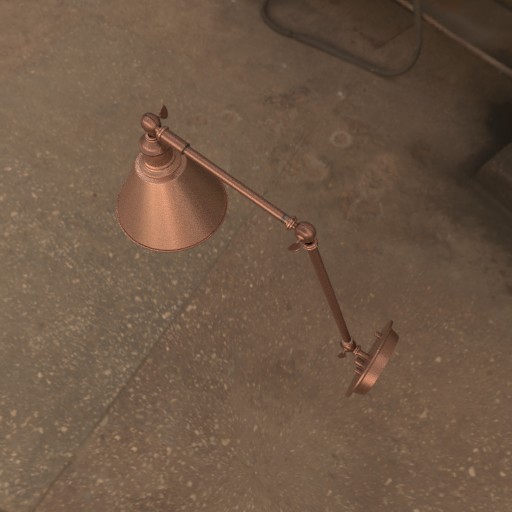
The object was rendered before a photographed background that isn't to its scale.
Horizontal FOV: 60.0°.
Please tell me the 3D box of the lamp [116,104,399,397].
[{"bbox_3d":[0.000,0.000,0.850,0.624,0.502,0.223,31,68,14],"label":"lamp"}]
